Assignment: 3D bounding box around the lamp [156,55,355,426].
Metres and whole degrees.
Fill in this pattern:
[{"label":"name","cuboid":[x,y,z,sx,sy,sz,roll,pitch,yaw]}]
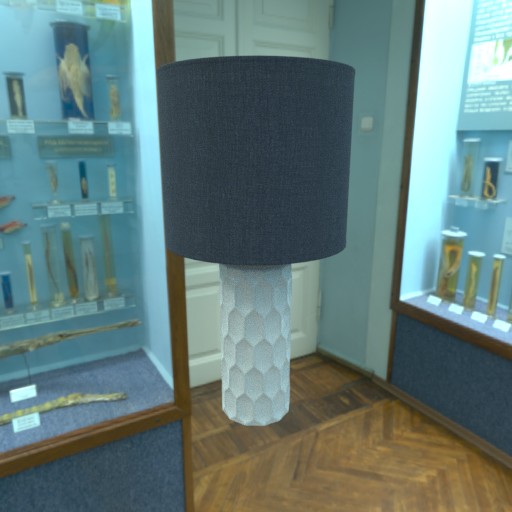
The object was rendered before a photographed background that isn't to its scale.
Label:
[{"label":"lamp","cuboid":[0.000,0.000,0.698,0.277,0.537,0.277,-8,17,-27]}]
